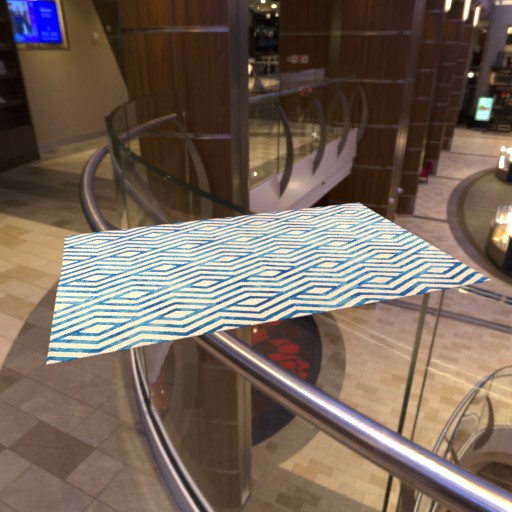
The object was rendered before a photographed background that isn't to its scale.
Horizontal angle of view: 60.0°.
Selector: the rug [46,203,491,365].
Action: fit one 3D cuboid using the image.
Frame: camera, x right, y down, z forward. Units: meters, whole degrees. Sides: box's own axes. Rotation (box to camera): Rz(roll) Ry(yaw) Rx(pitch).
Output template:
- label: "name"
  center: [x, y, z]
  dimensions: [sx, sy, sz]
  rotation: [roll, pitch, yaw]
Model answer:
- label: "rug"
  center: [0.000, 0.000, 2.941]
  dimensions: [2.439, 0.008, 1.531]
  rotation: [-8, 26, -17]
